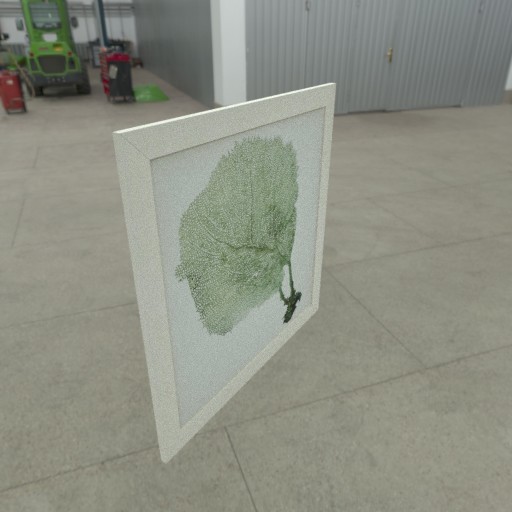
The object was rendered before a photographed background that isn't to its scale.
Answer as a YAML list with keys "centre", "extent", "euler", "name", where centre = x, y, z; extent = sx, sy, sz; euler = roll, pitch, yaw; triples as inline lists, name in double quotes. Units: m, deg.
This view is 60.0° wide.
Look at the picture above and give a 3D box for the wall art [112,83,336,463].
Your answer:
- centre: [0.000, 0.000, 0.877]
  extent: [0.013, 0.584, 0.584]
  euler: [18, 33, 30]
  name: "wall art"
